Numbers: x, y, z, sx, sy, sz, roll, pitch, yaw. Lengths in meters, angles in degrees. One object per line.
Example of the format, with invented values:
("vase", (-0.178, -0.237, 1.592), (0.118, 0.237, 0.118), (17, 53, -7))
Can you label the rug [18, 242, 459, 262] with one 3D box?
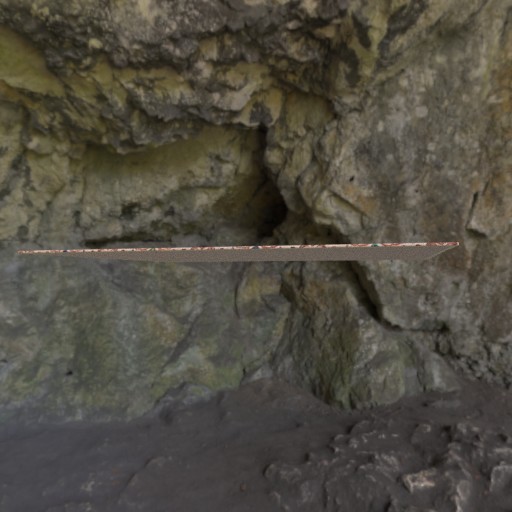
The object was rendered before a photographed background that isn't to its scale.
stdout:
("rug", (0.000, 0.000, 4.212), (3.215, 0.020, 2.446), (-1, -3, 17))
